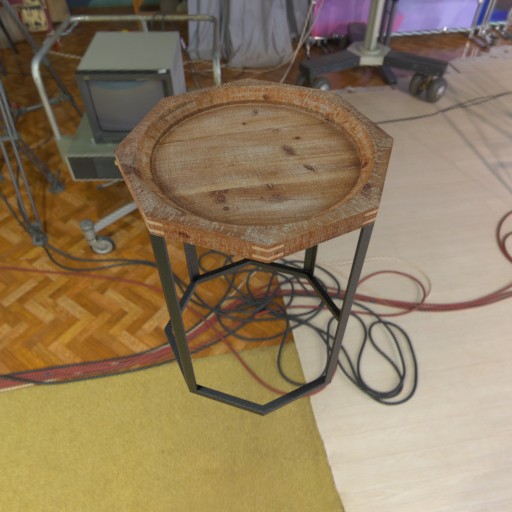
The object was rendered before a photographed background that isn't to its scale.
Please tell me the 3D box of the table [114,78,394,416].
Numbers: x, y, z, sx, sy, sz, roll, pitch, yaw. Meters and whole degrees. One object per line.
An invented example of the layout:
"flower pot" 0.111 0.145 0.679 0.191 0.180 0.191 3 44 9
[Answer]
"table" 0.000 0.000 0.924 0.458 0.543 0.458 33 56 26
